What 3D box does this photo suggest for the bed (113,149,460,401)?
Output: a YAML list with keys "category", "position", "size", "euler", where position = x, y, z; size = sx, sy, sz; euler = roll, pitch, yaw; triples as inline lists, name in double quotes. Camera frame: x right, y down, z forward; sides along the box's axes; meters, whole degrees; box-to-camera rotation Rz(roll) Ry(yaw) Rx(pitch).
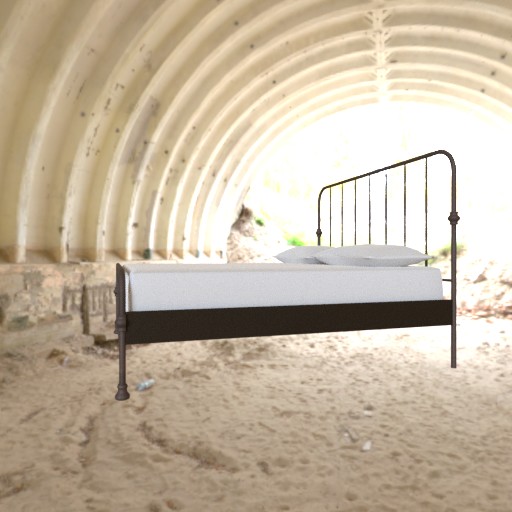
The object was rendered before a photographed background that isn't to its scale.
- category: "bed"
  position: [0.000, 0.000, 3.491]
  size: [2.134, 1.446, 2.044]
  euler: [0, 0, -18]
